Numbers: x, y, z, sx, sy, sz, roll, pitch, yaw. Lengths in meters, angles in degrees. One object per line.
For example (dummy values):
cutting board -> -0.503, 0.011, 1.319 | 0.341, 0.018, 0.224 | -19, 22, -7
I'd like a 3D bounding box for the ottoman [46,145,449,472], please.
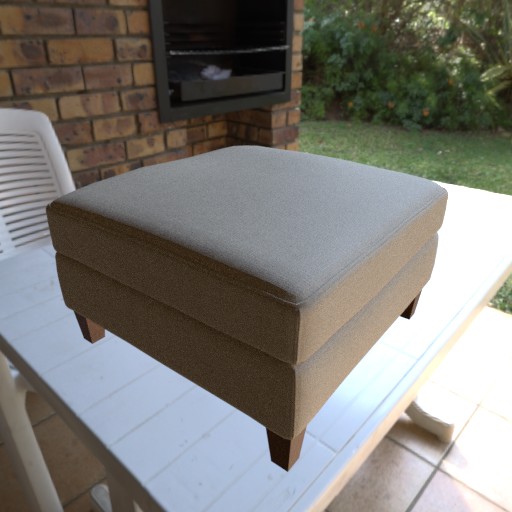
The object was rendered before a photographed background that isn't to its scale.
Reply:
ottoman -> 0.000, 0.000, 1.325 | 0.838, 0.503, 0.838 | 19, 33, 33
